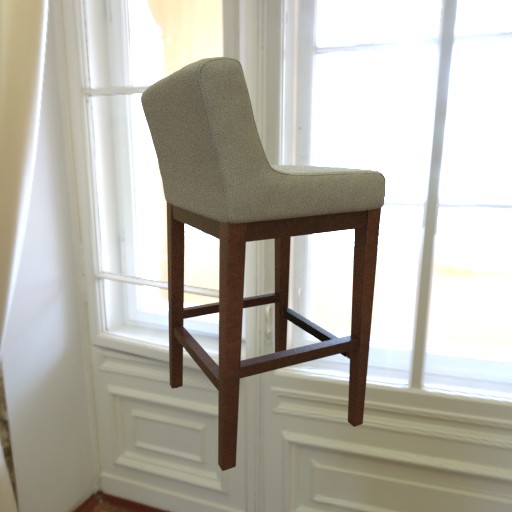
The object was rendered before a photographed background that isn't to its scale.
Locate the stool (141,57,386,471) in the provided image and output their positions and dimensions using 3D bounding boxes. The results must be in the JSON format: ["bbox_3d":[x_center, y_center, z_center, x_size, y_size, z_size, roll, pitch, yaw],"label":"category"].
[{"bbox_3d":[0.000,0.000,1.247,0.500,0.937,0.511,-6,15,-26],"label":"stool"}]
